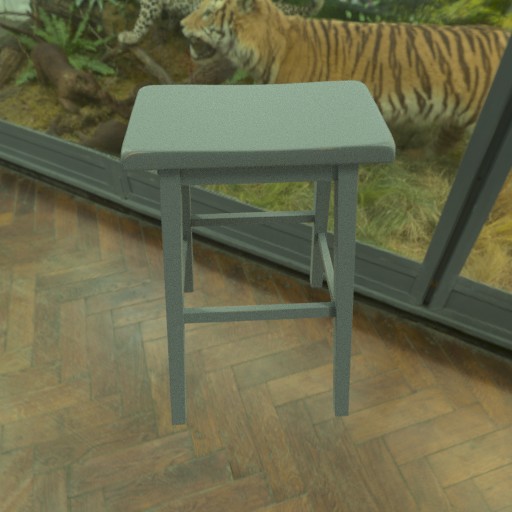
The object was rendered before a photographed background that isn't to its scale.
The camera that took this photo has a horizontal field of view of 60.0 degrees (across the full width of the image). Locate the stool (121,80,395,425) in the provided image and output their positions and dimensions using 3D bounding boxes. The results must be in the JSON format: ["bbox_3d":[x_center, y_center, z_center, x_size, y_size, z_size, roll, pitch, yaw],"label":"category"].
[{"bbox_3d":[0.000,0.000,1.052,0.457,0.737,0.476,-2,46,-2],"label":"stool"}]
